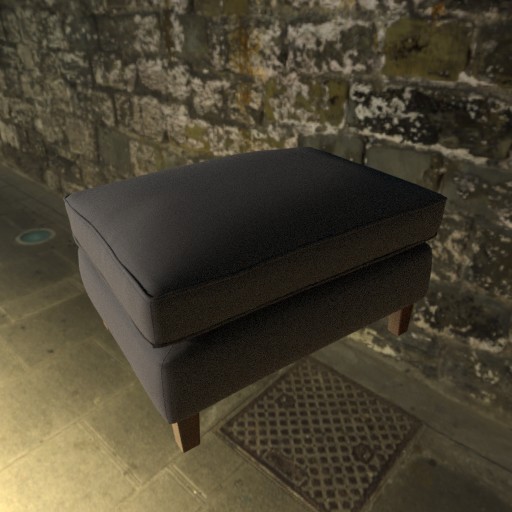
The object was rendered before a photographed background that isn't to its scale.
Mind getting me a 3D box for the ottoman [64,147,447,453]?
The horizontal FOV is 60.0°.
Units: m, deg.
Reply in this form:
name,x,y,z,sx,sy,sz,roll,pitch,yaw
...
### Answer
name,x,y,z,sx,sy,sz,roll,pitch,yaw
ottoman,0.000,0.000,0.997,0.686,0.406,0.508,-18,34,-29
